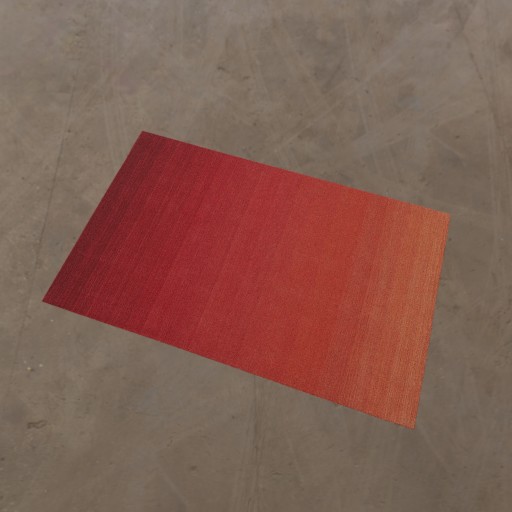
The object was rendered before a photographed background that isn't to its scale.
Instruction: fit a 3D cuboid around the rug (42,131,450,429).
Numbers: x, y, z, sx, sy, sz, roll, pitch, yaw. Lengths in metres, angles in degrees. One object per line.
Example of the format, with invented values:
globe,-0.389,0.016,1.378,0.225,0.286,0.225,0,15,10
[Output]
rug,0.000,0.000,3.042,2.442,0.010,1.531,17,65,8
